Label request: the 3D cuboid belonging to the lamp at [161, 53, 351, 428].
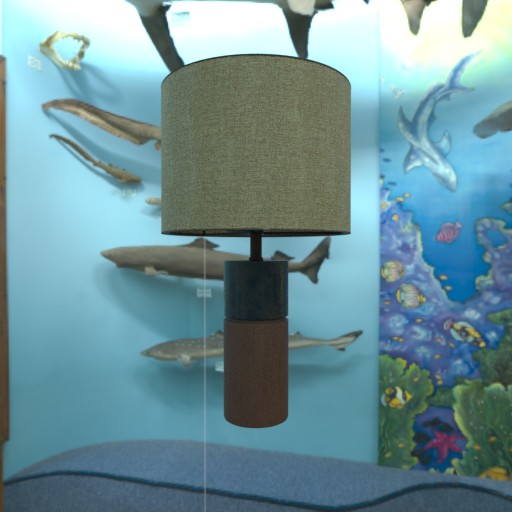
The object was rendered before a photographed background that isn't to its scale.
[{"bbox_3d":[0.000,0.000,0.483,0.202,0.350,0.202,0,1,0],"label":"lamp"}]
